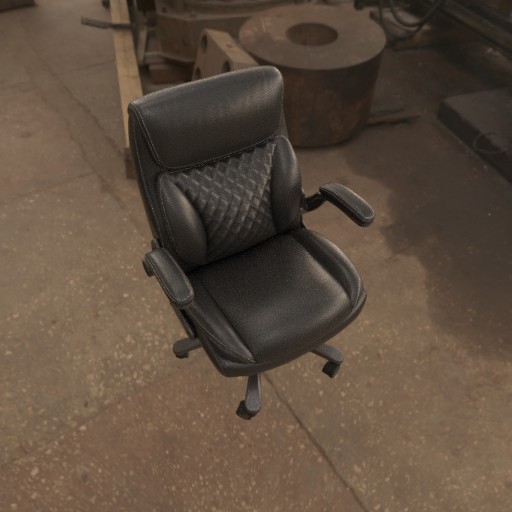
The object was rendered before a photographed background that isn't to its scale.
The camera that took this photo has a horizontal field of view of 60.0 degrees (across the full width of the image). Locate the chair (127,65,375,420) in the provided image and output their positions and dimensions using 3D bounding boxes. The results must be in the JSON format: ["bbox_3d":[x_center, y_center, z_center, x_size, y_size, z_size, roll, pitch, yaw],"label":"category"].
[{"bbox_3d":[0.000,0.000,1.648,0.782,1.110,0.724,-23,51,-21],"label":"chair"}]
